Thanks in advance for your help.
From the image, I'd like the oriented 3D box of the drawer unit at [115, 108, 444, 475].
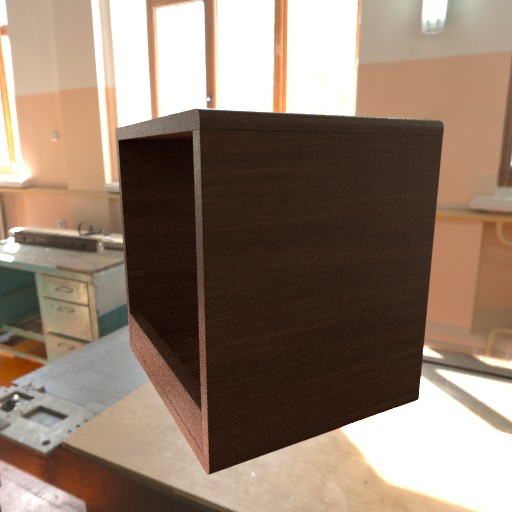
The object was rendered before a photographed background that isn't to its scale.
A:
[{"bbox_3d":[0.000,0.000,0.616,0.290,0.351,0.349,-7,15,-27],"label":"drawer unit"}]
